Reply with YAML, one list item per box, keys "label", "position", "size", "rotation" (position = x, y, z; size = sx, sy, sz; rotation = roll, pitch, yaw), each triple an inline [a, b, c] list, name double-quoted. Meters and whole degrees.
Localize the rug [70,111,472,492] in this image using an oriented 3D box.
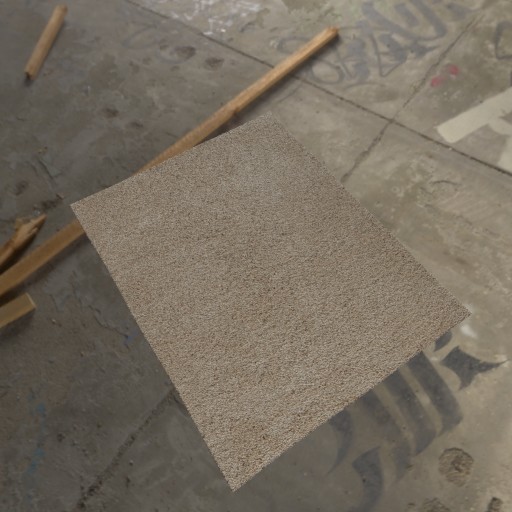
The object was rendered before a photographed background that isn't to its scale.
- label: "rug"
  position: [0.000, 0.000, 4.060]
  size: [2.400, 0.025, 3.000]
  rotation: [-30, 63, -17]
